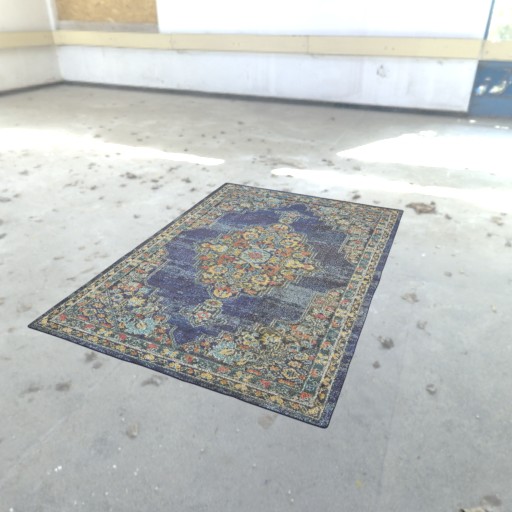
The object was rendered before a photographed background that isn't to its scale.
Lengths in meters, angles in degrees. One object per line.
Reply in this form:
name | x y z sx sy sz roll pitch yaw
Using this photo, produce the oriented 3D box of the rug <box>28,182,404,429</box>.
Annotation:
rug | 0.000 0.000 3.741 2.053 0.011 2.940 12 32 20
